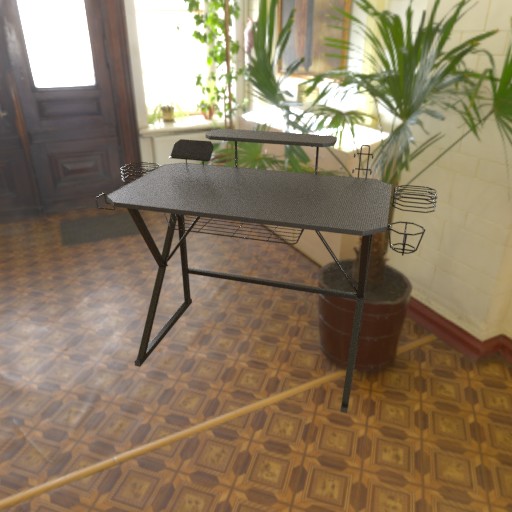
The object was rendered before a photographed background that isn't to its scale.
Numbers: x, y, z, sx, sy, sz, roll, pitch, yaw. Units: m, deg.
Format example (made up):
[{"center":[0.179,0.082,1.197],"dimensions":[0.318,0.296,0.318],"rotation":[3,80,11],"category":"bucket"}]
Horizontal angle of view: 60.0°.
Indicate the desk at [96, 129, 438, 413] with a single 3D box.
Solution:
[{"center":[0.000,0.000,1.785],"dimensions":[1.290,0.880,0.580],"rotation":[8,28,15],"category":"desk"}]
